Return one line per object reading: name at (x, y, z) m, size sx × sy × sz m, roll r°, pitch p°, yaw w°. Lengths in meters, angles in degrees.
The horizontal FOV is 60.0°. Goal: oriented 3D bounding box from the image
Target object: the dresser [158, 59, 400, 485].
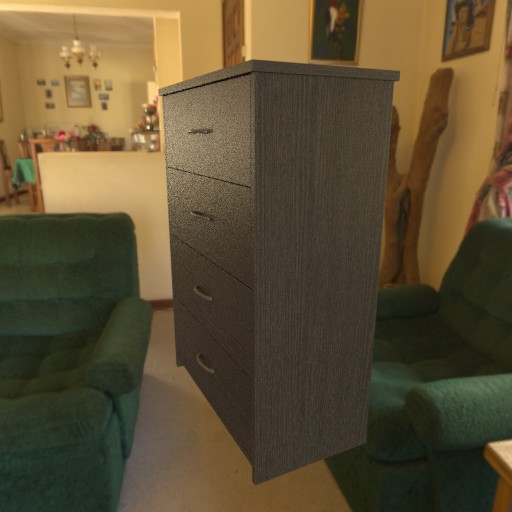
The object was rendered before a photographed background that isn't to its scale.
dresser at (0.000, 0.000, 1.385) m, size 0.399 × 1.020 × 0.704 m, roll -8°, pitch 17°, yaw -26°
